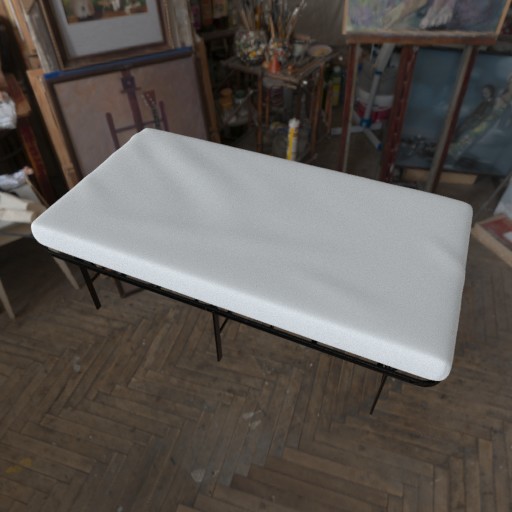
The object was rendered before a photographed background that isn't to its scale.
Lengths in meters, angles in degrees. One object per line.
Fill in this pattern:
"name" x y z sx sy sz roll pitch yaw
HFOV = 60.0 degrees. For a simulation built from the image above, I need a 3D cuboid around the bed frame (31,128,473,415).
"bed frame" 0.000 0.000 2.283 1.903 0.619 0.989 17 48 16
